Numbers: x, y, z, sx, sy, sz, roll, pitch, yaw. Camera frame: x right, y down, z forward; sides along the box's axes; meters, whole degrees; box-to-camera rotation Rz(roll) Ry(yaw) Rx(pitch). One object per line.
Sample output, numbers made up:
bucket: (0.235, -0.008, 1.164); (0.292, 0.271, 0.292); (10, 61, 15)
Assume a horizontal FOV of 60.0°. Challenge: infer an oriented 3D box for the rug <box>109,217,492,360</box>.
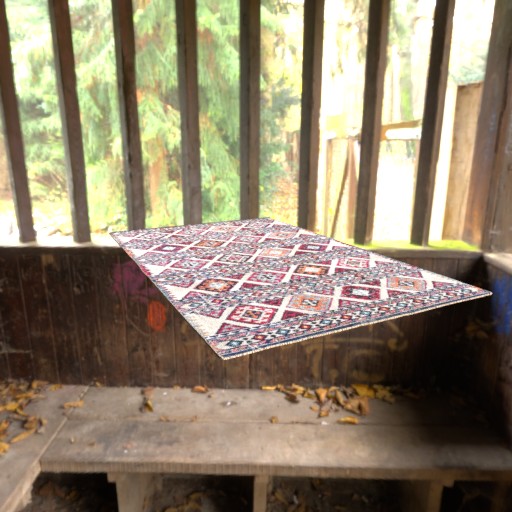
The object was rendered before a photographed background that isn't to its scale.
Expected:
rug: (0.000, 0.000, 3.014); (1.545, 0.010, 2.440); (-8, 17, -26)
